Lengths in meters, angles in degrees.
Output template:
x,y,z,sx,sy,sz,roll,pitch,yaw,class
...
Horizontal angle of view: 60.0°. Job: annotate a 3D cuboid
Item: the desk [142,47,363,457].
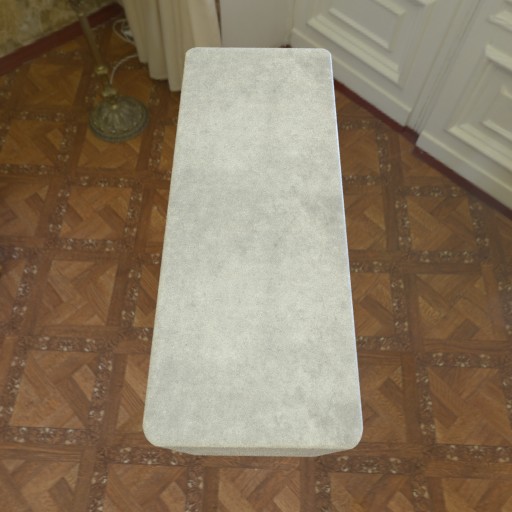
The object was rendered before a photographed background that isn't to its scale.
x,y,z,sx,sy,sz,roll,pitch,yaw,class
0.000,0.000,1.724,0.550,0.755,1.400,1,64,0,desk
